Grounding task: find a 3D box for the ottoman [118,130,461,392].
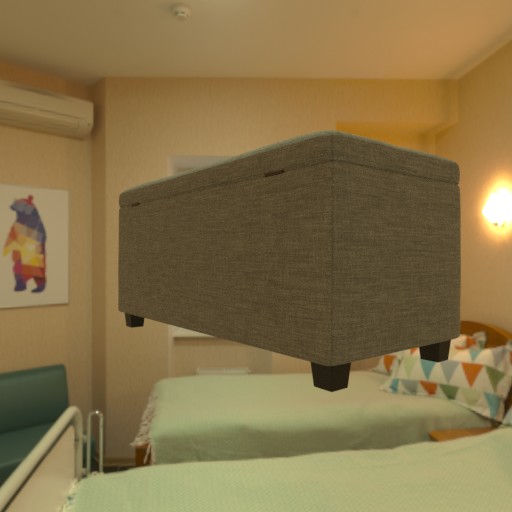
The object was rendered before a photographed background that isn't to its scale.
[{"bbox_3d":[0.000,0.000,1.142,0.419,0.432,0.902,0,0,-38],"label":"ottoman"}]
